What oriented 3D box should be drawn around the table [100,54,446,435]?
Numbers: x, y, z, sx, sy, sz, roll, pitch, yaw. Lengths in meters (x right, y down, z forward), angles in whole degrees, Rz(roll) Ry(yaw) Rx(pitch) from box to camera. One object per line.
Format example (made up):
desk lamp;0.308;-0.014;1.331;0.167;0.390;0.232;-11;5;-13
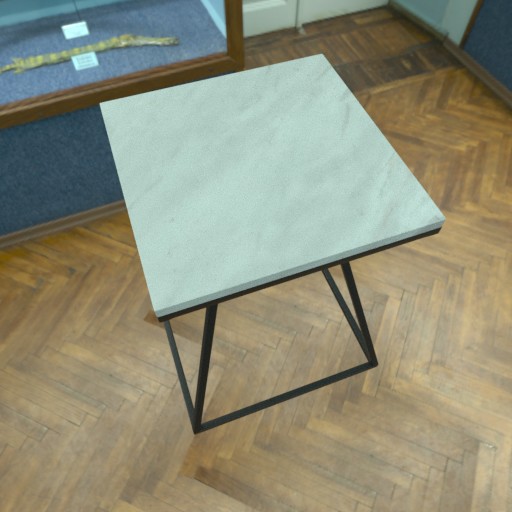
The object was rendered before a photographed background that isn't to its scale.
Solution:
table;0.000;0.000;0.902;0.455;0.559;0.455;-17;59;-11
